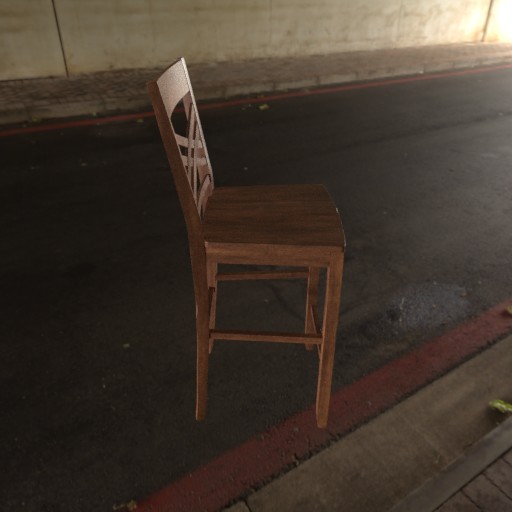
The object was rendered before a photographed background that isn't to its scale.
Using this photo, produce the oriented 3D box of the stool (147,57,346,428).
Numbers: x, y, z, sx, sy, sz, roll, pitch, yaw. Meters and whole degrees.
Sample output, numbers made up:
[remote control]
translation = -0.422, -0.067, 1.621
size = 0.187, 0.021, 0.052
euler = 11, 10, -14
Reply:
[stool]
translation = 0.000, 0.000, 1.396
size = 0.487, 1.105, 0.433
euler = 0, 31, 0
